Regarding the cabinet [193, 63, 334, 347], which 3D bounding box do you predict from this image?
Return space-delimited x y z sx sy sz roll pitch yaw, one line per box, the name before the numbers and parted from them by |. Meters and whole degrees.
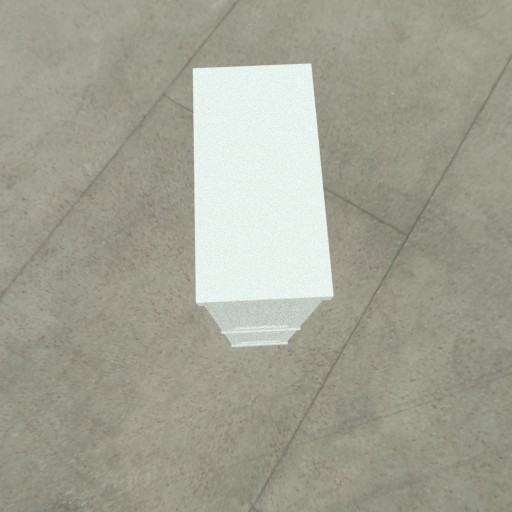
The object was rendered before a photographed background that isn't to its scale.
cabinet | 0.000 0.000 2.193 0.390 1.829 0.754 -3 75 -1
